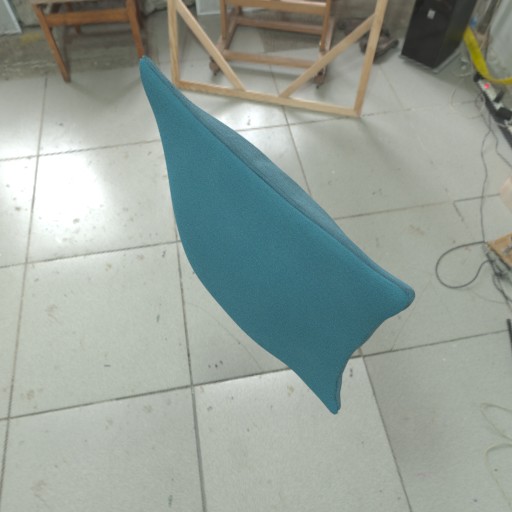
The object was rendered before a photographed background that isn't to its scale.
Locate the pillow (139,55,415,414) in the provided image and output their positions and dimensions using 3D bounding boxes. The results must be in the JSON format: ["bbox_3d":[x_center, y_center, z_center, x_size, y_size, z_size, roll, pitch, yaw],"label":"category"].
[{"bbox_3d":[0.000,0.000,0.632,0.151,0.415,0.433,-35,64,-20],"label":"pillow"}]
